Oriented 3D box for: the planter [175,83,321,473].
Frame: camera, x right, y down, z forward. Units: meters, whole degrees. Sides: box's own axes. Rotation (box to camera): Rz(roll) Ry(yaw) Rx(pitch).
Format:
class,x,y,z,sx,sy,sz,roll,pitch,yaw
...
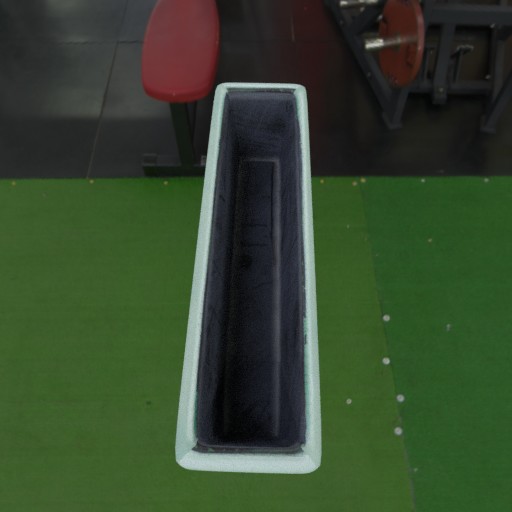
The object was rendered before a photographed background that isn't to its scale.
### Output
class,x,y,z,sx,sy,sz,roll,pitch,yaw
planter,0.000,0.000,0.307,0.072,0.072,0.275,1,59,1
